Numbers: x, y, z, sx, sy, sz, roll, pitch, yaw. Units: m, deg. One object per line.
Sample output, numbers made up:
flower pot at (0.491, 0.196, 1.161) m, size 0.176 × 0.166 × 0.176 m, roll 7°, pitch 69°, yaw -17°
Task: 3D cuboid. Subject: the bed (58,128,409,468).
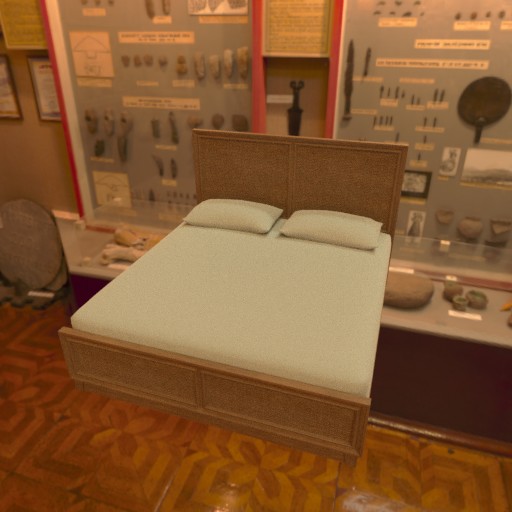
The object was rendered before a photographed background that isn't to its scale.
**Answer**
bed at (0.000, 0.000, 3.451) m, size 2.003 × 1.387 × 2.184 m, roll 9°, pitch 29°, yaw 16°
